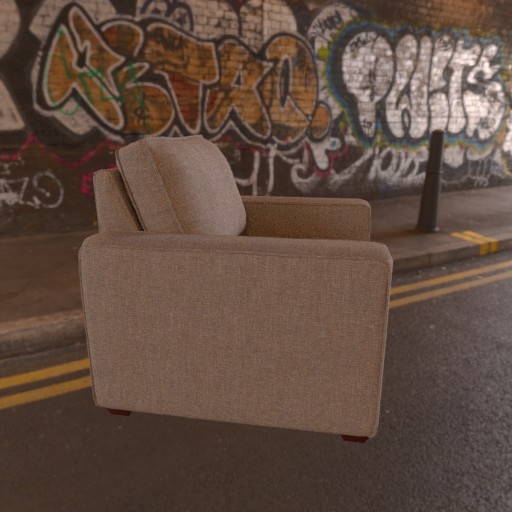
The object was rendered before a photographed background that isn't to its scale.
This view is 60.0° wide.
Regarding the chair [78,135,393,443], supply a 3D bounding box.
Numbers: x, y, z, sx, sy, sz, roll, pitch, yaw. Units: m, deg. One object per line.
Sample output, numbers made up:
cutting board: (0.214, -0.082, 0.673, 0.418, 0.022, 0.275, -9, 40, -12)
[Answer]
chair: (0.000, 0.000, 1.741, 0.940, 0.914, 1.016, 3, 17, 9)
